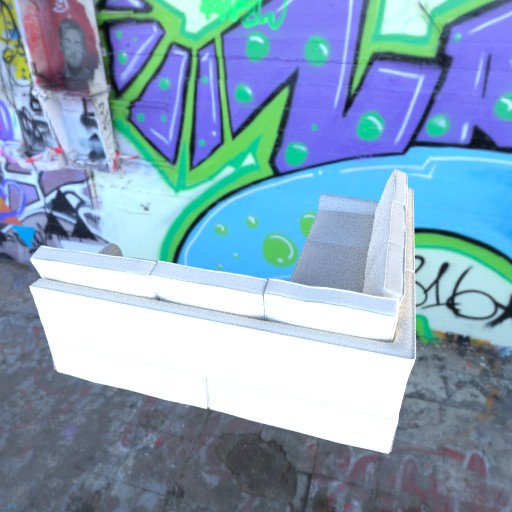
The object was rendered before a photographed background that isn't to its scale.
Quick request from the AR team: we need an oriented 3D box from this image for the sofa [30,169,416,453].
[{"bbox_3d":[0.000,0.000,3.952,2.597,1.070,2.591,9,33,14],"label":"sofa"}]
